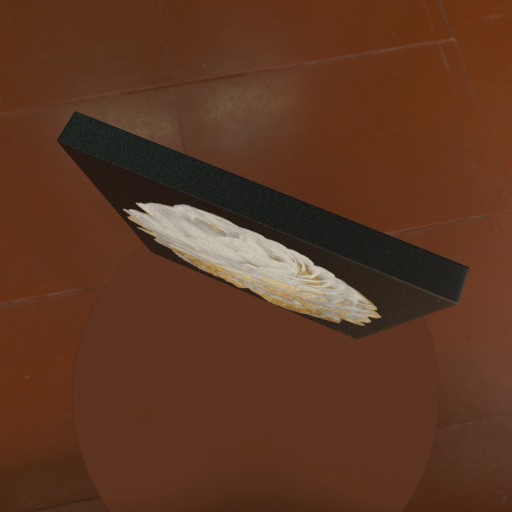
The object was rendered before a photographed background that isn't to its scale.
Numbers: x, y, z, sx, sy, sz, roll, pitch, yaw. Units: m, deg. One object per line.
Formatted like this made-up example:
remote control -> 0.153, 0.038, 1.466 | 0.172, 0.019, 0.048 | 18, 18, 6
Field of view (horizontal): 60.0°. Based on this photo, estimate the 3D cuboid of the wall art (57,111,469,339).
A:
wall art -> 0.000, 0.000, 0.609 | 0.406, 0.407, 0.041 | 23, 76, 6
